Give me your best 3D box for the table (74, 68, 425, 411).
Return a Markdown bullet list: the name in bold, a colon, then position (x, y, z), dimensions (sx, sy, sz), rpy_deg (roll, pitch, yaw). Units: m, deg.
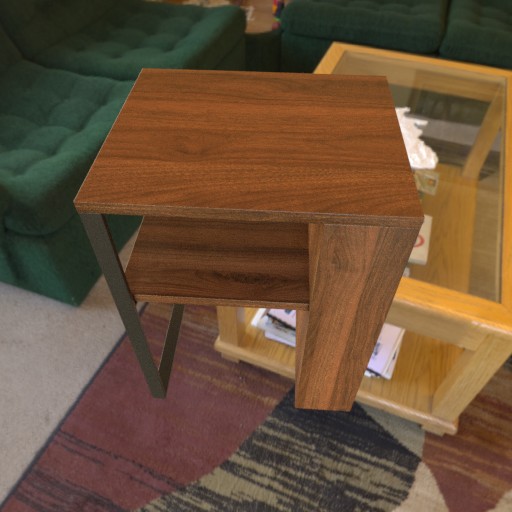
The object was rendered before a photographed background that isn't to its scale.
- **table**: position (0.000, 0.000, 1.594), dimensions (0.786, 1.041, 0.660), rpy_deg (3, 48, 3)
